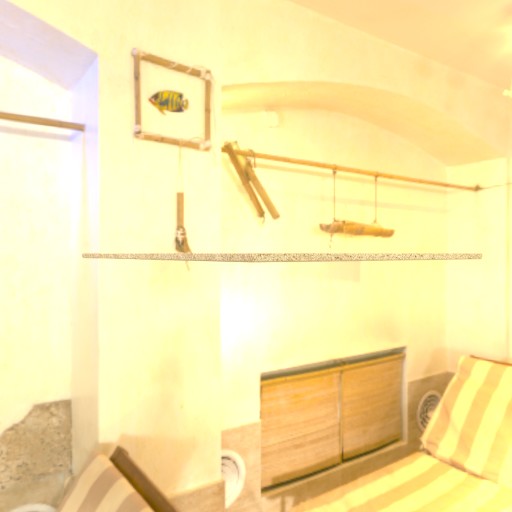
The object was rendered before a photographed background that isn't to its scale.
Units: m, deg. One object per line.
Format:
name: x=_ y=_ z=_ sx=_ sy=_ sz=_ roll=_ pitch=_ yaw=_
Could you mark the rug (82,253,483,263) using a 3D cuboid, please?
rug: x=0.000 y=0.000 z=2.134 sx=1.199 sy=0.025 sz=1.600 roll=0 pitch=0 yaw=-36
